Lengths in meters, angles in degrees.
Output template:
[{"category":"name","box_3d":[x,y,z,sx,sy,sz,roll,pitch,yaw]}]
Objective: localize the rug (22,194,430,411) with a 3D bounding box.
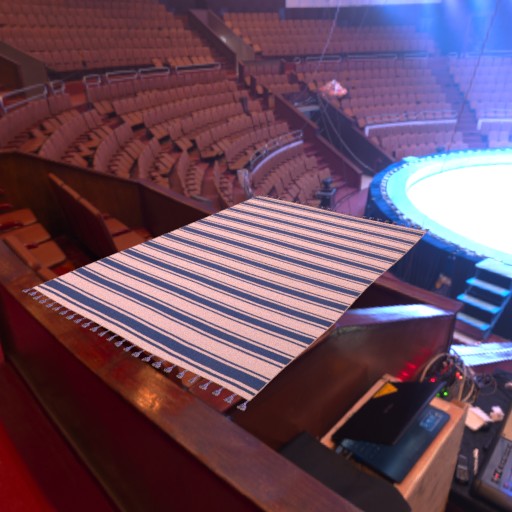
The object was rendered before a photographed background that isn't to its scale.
[{"category":"rug","box_3d":[0.000,0.000,2.877,1.544,0.010,2.315,17,30,32]}]
